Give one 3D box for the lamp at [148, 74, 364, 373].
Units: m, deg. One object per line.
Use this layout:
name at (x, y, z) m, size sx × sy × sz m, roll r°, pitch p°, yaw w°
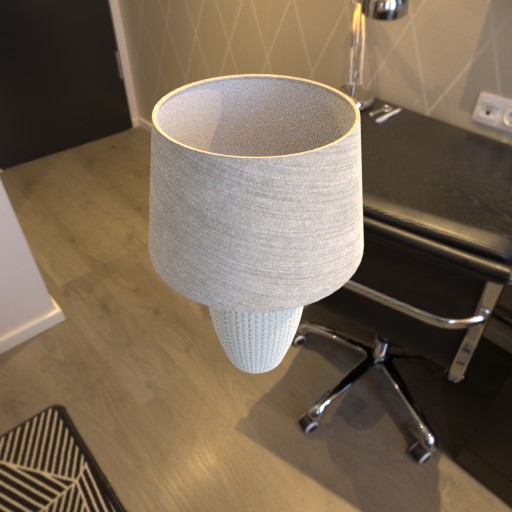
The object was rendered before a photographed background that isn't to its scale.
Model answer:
lamp at (0.000, 0.000, 0.852) m, size 0.390 × 0.580 × 0.390 m, roll 0°, pitch 41°, yaw 0°
